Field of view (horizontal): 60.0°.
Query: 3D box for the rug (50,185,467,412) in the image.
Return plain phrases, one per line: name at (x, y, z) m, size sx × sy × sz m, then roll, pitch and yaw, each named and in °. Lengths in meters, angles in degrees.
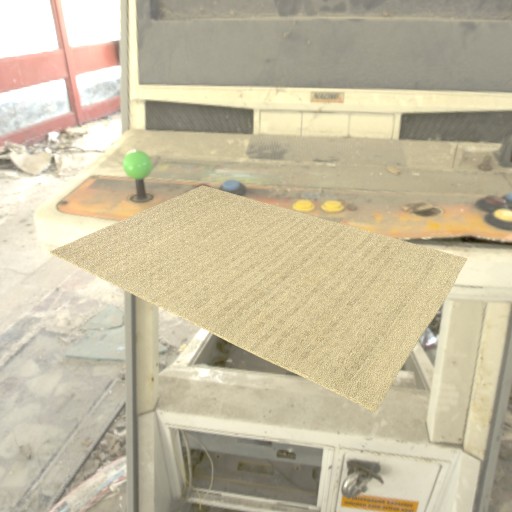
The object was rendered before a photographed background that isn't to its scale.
rug at (0.000, 0.000, 2.915) m, size 2.297 × 0.018 × 1.532 m, roll 19°, pitch 35°, yaw 30°
